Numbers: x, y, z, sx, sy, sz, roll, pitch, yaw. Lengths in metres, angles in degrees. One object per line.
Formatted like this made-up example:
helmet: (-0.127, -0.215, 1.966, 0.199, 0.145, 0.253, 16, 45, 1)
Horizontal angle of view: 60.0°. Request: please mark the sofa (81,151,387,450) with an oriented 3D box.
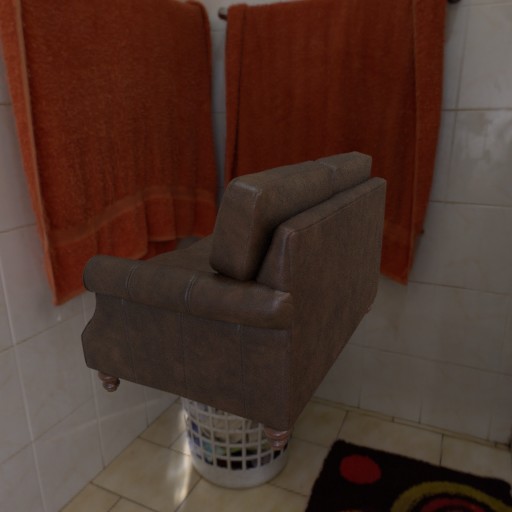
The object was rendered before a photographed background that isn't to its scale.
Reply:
sofa: (0.000, 0.000, 2.234, 0.990, 0.976, 1.616, 8, 19, 25)
